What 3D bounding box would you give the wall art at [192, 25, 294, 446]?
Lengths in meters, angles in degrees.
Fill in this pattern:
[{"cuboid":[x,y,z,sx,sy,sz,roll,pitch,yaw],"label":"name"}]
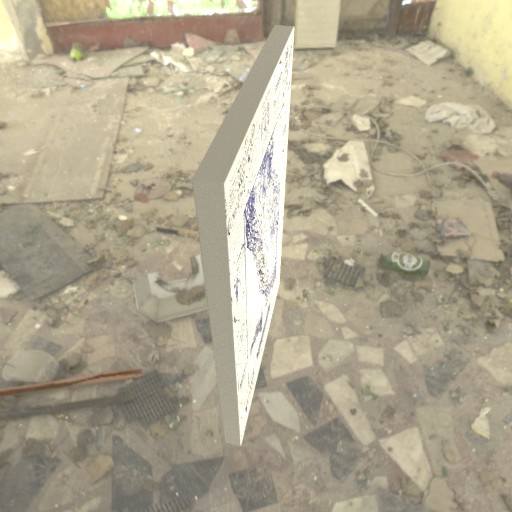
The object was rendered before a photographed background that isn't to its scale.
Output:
[{"cuboid":[0.000,0.000,0.945,0.039,0.753,0.511,9,46,9],"label":"wall art"}]
